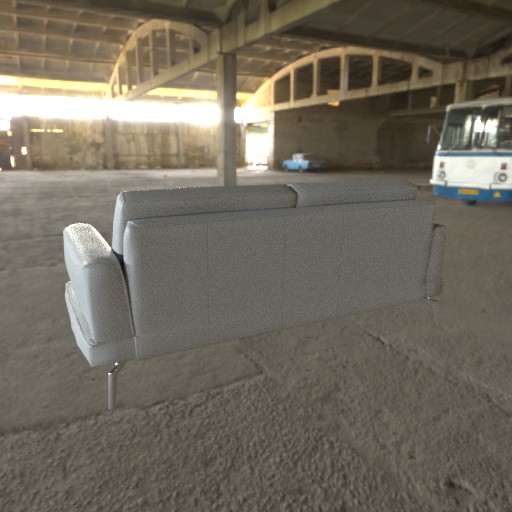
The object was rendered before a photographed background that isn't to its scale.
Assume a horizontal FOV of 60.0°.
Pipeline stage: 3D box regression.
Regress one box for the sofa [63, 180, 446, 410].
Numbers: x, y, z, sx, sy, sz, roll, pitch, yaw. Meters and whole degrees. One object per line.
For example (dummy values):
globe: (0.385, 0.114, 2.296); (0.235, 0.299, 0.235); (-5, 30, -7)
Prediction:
sofa: (0.000, 0.000, 2.730); (2.177, 0.930, 1.121); (-7, 15, -27)
